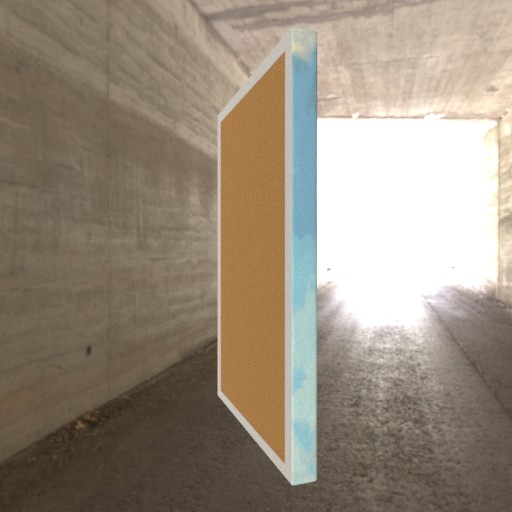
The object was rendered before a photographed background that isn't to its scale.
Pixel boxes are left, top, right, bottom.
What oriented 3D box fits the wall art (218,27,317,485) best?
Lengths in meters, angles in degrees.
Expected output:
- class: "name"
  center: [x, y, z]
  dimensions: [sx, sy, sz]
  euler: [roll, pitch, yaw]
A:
- class: "wall art"
  center: [0.000, 0.000, 0.782]
  dimensions: [0.038, 0.610, 0.401]
  euler: [0, 0, -19]
